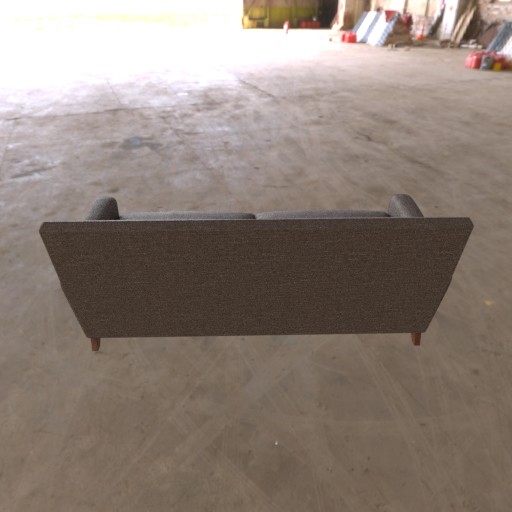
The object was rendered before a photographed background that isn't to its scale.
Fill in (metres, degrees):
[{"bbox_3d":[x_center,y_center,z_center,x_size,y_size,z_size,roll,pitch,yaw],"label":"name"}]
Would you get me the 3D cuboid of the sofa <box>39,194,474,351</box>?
[{"bbox_3d":[0.000,0.000,2.512,1.976,0.846,0.875,-1,31,-1],"label":"sofa"}]
